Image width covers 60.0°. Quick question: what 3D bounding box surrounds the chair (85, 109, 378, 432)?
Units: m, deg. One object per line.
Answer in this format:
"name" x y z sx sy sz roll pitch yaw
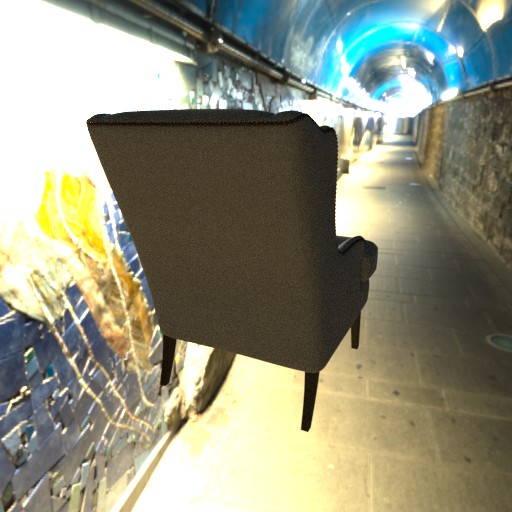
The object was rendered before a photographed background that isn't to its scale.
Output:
"chair" 0.000 0.000 1.669 0.737 1.029 0.940 8 18 26
